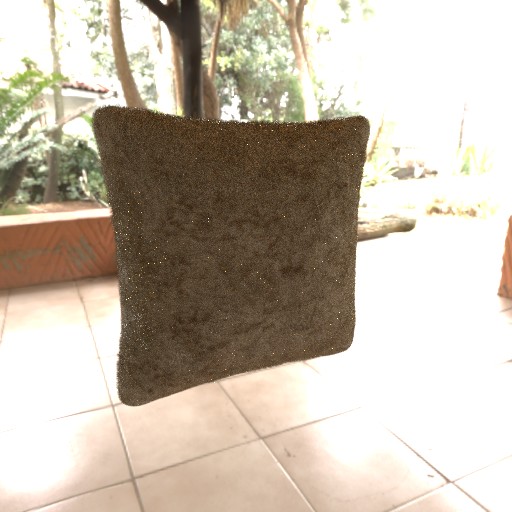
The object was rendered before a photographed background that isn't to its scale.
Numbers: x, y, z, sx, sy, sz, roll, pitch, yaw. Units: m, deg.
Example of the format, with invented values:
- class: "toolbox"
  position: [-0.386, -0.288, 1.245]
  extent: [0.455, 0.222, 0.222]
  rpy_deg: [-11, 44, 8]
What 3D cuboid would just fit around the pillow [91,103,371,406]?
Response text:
- class: "pillow"
  position: [0.000, 0.000, 0.826]
  extent: [0.538, 0.525, 0.216]
  rpy_deg: [-7, 16, -26]
